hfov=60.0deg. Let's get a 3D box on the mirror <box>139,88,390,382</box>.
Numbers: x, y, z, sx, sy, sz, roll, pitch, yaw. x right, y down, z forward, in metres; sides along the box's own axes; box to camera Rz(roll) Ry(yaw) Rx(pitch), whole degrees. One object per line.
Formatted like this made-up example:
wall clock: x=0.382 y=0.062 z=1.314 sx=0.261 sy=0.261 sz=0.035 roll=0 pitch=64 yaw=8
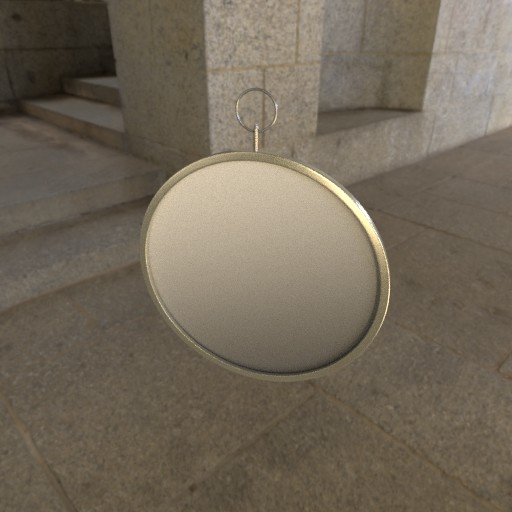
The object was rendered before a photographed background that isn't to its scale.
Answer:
mirror: x=0.000 y=0.000 z=0.997 sx=0.594 sy=0.713 sz=0.020 roll=8 pitch=29 yaw=15
